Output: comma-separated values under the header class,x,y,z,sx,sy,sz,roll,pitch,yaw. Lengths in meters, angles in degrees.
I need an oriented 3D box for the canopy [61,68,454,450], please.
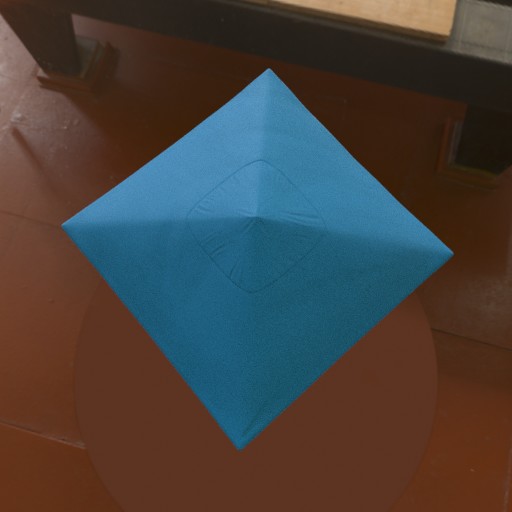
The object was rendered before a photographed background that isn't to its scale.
class,x,y,z,sx,sy,sz,roll,pitch,yaw
canopy,0.000,0.000,5.435,2.998,2.997,2.996,-40,80,-9
